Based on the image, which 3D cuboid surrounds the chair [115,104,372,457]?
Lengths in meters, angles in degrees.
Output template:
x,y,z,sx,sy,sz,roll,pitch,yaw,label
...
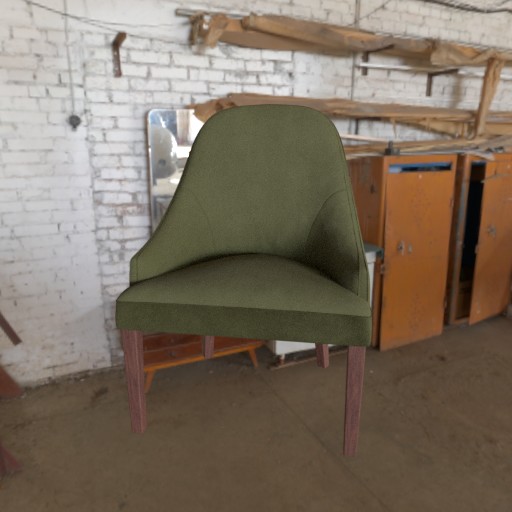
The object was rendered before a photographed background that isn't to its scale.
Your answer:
x,y,z,sx,sy,sz,roll,pitch,yaw,label
0.000,0.000,1.313,0.643,0.889,0.575,2,15,9,chair
